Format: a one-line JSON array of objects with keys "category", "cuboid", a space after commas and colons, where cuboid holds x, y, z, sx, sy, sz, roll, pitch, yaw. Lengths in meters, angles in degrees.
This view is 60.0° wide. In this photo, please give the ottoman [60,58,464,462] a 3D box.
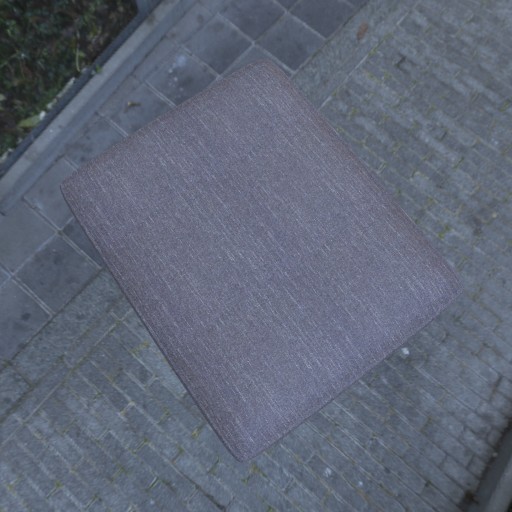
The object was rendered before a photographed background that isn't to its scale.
[{"category": "ottoman", "cuboid": [0.000, 0.000, 1.240, 0.671, 0.490, 0.820, -35, 78, -9]}]
